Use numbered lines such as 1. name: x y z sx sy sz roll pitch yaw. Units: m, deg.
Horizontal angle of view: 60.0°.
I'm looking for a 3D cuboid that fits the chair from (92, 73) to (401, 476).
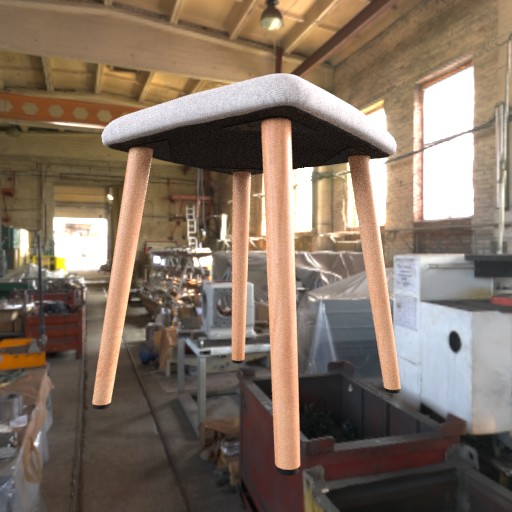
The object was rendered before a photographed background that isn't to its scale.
1. chair: 0.000 0.000 0.681 0.350 0.440 0.350 0 1 36
